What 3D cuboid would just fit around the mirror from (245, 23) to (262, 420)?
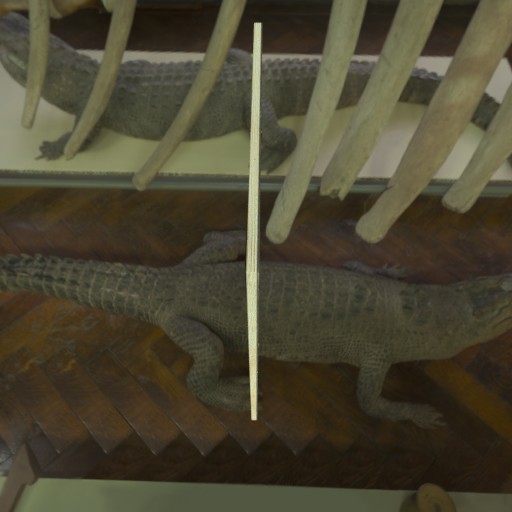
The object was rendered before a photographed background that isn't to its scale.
[{"bbox_3d":[0.000,0.000,1.302,0.025,0.996,0.705,1,57,0],"label":"mirror"}]
